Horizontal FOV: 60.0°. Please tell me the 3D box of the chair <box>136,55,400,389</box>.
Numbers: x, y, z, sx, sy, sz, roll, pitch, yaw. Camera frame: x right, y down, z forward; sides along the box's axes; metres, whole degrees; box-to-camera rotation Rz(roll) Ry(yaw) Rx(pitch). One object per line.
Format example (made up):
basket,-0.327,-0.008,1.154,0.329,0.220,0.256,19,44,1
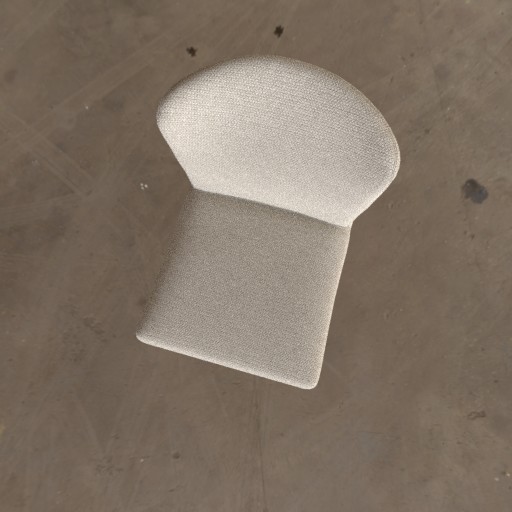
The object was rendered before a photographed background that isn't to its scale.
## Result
chair,0.000,0.000,1.180,0.491,0.839,0.589,15,75,4
